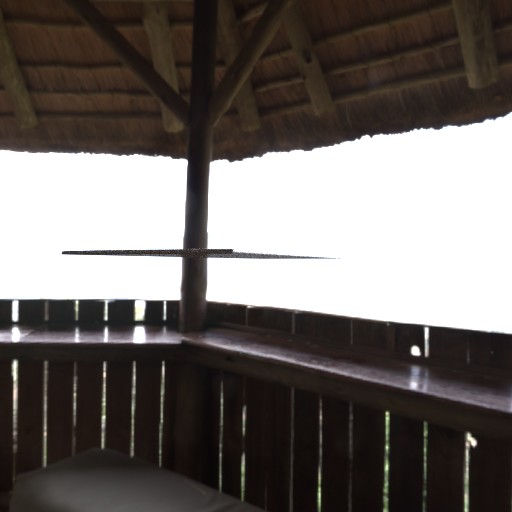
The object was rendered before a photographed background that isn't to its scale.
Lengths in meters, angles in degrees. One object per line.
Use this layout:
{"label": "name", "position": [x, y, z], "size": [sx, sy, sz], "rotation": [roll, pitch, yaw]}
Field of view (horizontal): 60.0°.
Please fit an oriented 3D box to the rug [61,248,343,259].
{"label": "rug", "position": [0.000, 0.000, 2.532], "size": [0.659, 0.019, 2.297], "rotation": [0, -1, 19]}
